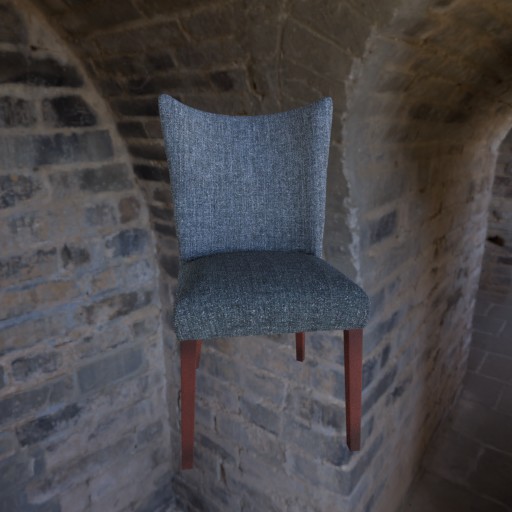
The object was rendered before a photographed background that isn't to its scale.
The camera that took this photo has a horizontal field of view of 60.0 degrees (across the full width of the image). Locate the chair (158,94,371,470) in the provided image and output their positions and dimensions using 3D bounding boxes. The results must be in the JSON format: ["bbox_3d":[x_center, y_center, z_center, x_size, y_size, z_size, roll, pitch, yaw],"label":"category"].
[{"bbox_3d":[0.000,0.000,1.311,0.535,0.924,0.623,-2,16,-8],"label":"chair"}]
